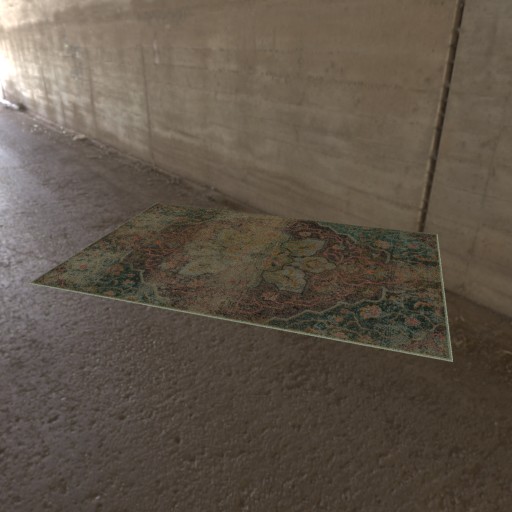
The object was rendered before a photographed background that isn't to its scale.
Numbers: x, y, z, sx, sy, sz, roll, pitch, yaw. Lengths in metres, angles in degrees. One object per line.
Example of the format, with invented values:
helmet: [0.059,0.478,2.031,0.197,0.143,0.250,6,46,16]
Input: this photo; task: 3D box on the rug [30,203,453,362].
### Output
rug: [0.000,0.000,2.956,2.363,0.004,1.566,8,27,17]
